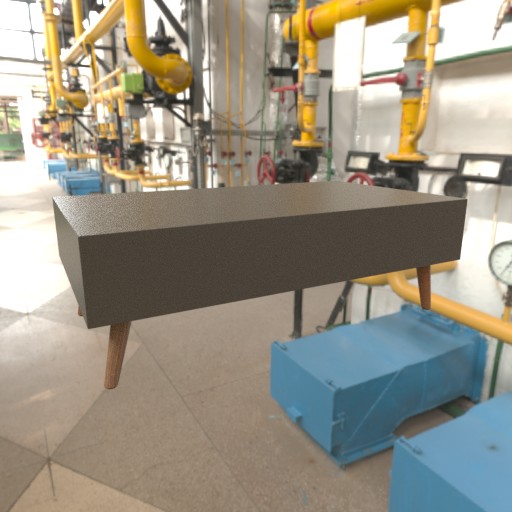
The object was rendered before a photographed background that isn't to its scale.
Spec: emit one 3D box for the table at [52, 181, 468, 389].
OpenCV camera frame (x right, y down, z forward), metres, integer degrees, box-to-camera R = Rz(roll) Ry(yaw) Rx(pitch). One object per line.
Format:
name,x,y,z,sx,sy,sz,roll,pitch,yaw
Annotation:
table,0.000,0.000,1.534,1.201,0.404,0.703,-8,17,-27
